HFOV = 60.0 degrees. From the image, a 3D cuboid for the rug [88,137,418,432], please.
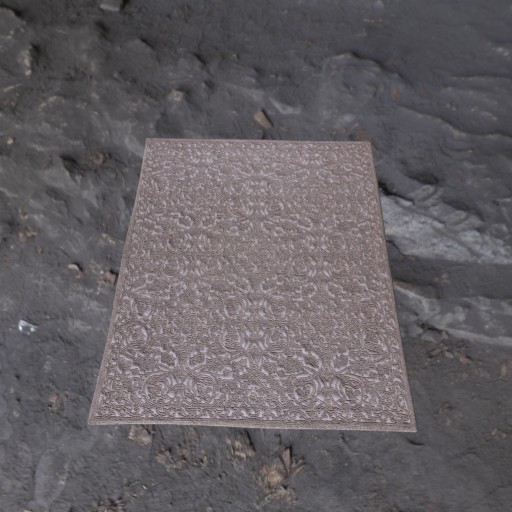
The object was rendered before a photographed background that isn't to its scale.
[{"bbox_3d":[0.000,0.000,4.093,2.472,0.035,3.017,1,59,1],"label":"rug"}]
